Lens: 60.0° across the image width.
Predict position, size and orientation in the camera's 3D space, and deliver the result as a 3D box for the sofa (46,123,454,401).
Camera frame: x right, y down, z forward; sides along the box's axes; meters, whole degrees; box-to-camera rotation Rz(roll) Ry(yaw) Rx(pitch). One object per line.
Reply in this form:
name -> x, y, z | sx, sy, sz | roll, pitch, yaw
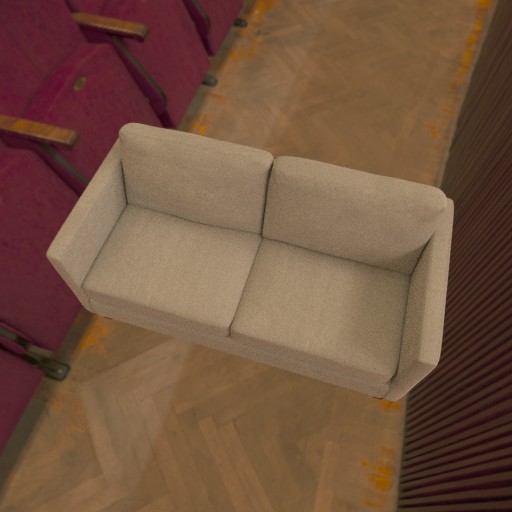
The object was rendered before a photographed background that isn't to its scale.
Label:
sofa -> 0.000, 0.000, 2.430 | 1.884, 0.963, 0.950 | 15, 60, 9
